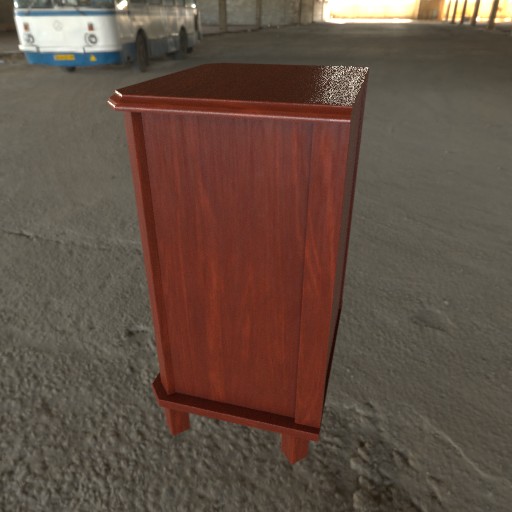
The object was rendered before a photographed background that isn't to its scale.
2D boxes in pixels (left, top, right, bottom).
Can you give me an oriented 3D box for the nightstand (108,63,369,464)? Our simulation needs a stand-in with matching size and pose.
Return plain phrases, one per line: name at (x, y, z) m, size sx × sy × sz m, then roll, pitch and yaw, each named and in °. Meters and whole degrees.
nightstand at (0.000, 0.000, 0.905) m, size 0.351 × 0.681 × 0.435 m, roll 8°, pitch 30°, yaw 13°
